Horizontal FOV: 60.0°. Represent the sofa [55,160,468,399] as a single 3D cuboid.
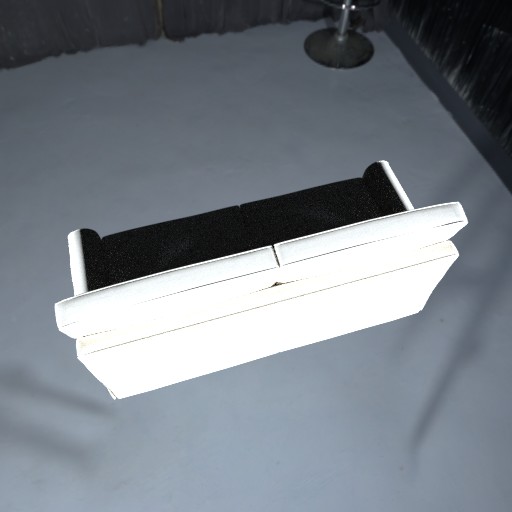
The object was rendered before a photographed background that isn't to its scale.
[{"bbox_3d":[0.000,0.000,2.521,2.021,0.937,0.862,-14,58,-9],"label":"sofa"}]
